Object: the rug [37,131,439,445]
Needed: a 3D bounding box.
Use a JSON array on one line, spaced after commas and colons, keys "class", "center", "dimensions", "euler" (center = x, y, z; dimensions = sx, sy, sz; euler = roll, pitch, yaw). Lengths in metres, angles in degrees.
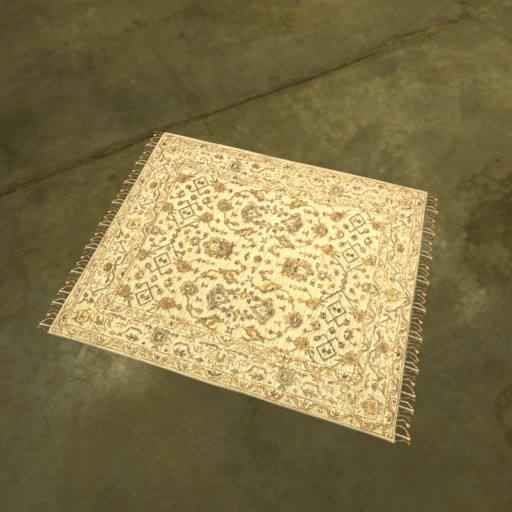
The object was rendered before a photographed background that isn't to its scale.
[{"class": "rug", "center": [0.000, 0.000, 4.007], "dimensions": [3.061, 0.034, 2.426], "euler": [15, 60, 9]}]
